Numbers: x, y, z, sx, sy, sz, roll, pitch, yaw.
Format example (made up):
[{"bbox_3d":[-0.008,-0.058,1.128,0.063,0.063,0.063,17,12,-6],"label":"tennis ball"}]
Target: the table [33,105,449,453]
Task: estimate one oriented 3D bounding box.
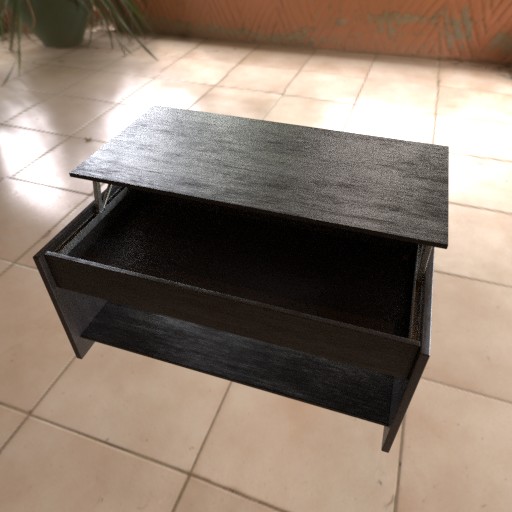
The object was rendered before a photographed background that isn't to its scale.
[{"bbox_3d":[0.000,0.000,1.397,1.000,0.570,0.712,12,43,14],"label":"table"}]
